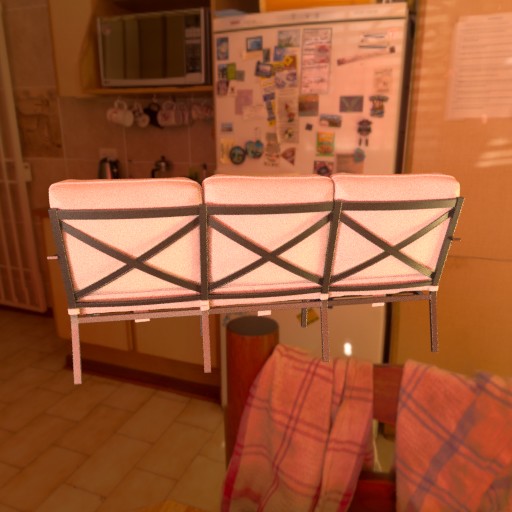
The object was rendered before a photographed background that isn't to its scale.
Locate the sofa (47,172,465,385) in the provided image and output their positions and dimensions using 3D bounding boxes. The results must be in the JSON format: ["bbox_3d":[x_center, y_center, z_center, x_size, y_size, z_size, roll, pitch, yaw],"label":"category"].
[{"bbox_3d":[0.000,0.000,2.198,1.740,0.860,0.787,-3,16,-9],"label":"sofa"}]
